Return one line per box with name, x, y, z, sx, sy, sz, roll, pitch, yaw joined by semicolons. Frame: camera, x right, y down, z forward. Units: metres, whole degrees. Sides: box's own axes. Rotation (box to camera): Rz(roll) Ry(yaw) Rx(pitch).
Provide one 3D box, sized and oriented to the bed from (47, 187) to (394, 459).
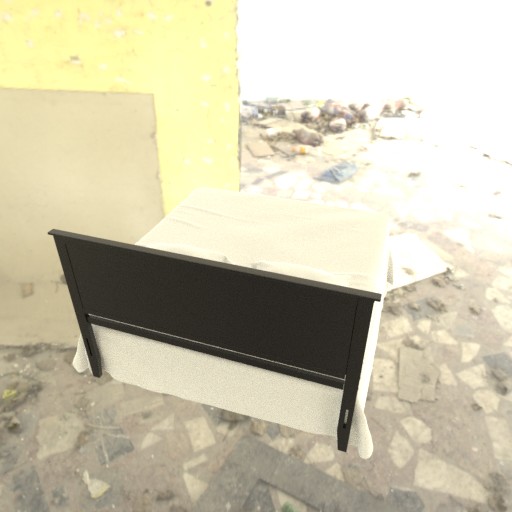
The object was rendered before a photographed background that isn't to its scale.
bed;0.000;0.000;3.660;2.315;1.271;2.219;11;34;16
